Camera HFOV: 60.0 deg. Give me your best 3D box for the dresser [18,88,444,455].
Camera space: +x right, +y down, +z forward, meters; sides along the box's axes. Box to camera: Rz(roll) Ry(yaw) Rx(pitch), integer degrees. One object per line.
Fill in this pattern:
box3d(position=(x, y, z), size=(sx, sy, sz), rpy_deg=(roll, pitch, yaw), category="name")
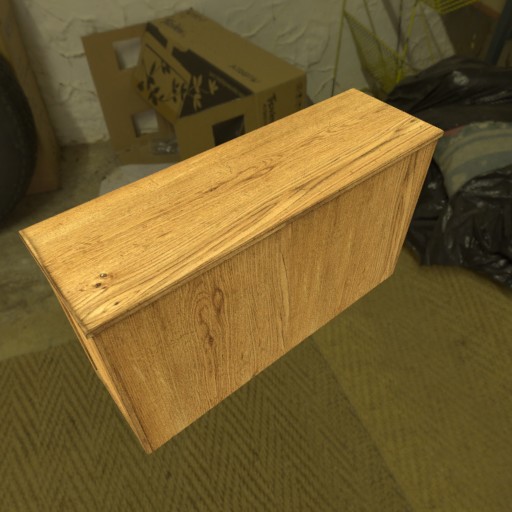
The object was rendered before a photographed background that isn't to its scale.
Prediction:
box3d(position=(0.000, 0.000, 2.048), size=(1.657, 0.932, 0.563), rpy_deg=(-31, 53, -26), category="dresser")
